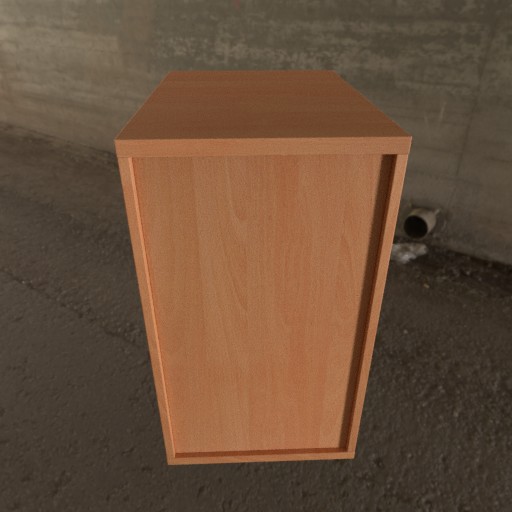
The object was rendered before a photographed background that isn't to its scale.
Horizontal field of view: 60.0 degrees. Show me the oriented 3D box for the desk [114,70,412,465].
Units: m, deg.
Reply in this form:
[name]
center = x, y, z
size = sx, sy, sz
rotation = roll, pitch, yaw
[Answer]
[desk]
center = 0.000, 0.000, 1.043
size = 0.404, 0.730, 0.600
rotation = -1, 31, -2
